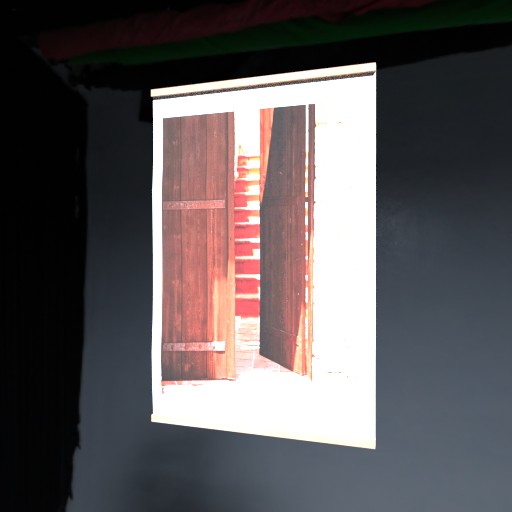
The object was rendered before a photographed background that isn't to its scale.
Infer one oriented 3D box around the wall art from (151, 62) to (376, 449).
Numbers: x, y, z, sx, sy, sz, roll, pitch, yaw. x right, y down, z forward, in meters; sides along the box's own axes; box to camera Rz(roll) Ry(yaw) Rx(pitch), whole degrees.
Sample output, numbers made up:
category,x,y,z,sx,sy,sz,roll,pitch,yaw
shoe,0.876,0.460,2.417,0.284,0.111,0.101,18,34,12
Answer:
category,x,y,z,sx,sy,sz,roll,pitch,yaw
wall art,0.000,0.000,0.637,0.332,0.508,0.012,0,0,17
